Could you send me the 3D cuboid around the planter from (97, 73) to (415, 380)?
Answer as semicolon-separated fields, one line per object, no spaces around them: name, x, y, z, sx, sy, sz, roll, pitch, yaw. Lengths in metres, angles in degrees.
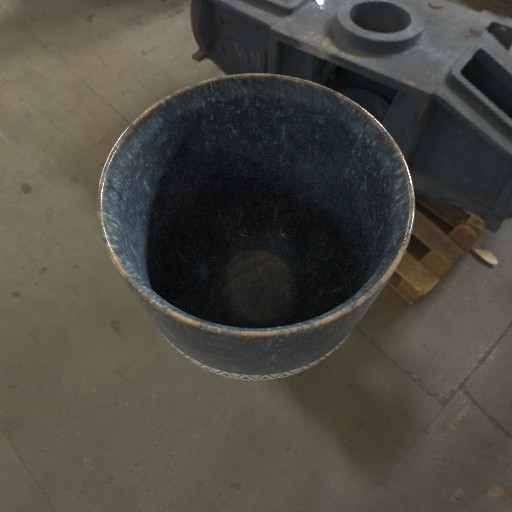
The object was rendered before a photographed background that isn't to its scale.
planter;0.000;0.000;0.494;0.266;0.270;0.266;0;63;0
